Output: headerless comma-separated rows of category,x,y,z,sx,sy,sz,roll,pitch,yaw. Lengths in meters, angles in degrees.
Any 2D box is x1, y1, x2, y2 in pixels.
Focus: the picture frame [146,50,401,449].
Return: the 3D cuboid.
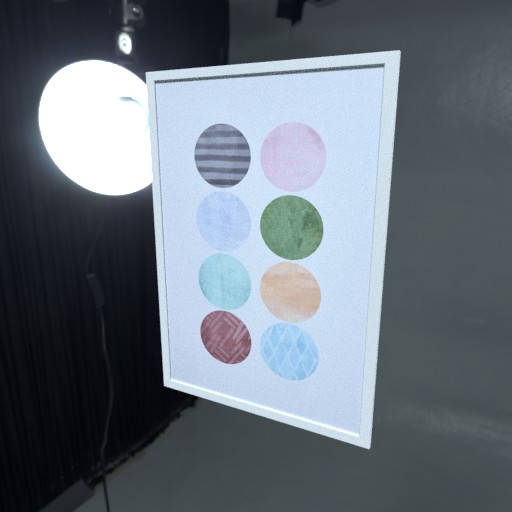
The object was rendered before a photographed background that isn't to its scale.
picture frame,0.000,0.000,1.165,0.659,0.940,0.013,7,16,26
